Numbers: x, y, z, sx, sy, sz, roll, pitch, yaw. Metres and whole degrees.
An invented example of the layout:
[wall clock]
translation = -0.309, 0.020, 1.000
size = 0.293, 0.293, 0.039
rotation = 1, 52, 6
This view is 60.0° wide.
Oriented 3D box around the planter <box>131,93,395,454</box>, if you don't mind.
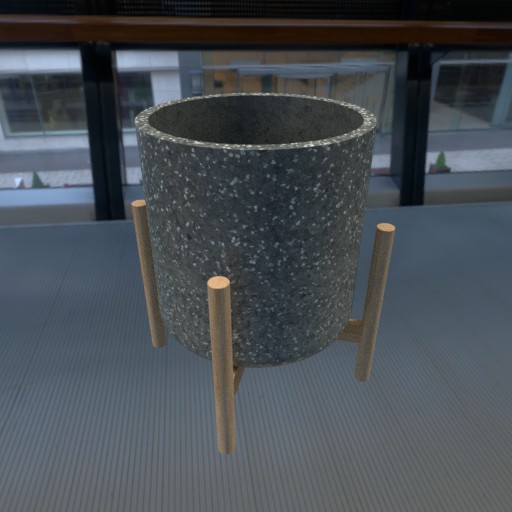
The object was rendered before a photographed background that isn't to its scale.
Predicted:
[planter]
translation = 0.000, 0.000, 0.673
size = 0.360, 0.419, 0.360
rotation = 20, 36, 30
